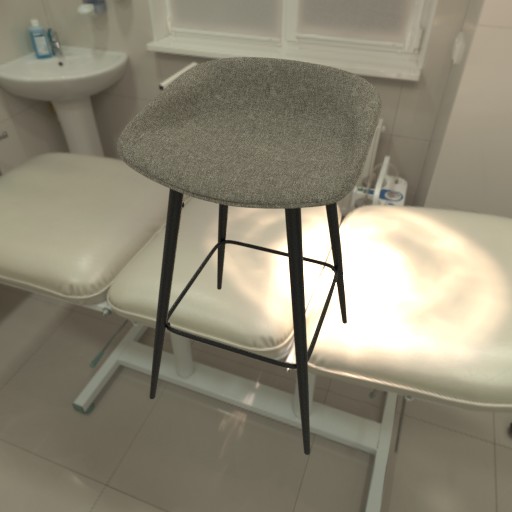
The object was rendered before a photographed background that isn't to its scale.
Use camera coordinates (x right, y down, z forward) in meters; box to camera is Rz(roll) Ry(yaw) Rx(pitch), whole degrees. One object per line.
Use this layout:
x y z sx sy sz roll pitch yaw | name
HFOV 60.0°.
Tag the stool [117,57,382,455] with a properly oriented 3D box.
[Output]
0.000 0.000 1.095 0.469 0.814 0.480 14 43 15 | stool
